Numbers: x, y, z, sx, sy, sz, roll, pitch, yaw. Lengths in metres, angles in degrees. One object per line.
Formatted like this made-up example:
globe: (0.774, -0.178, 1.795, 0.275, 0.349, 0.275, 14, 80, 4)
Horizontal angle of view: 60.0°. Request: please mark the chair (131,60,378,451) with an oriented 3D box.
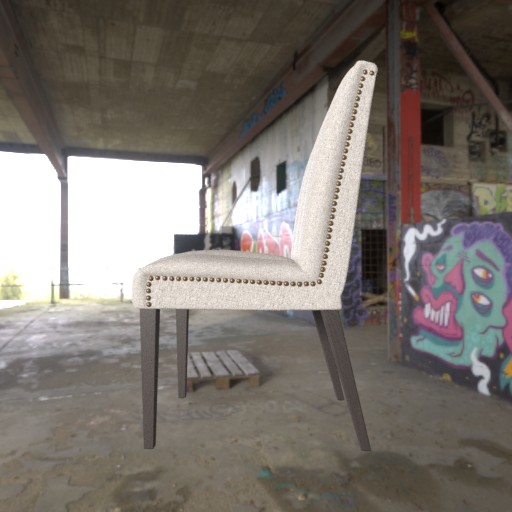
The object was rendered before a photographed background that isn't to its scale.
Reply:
chair: (0.000, 0.000, 1.377, 0.647, 1.016, 0.511, 0, -1, 2)
